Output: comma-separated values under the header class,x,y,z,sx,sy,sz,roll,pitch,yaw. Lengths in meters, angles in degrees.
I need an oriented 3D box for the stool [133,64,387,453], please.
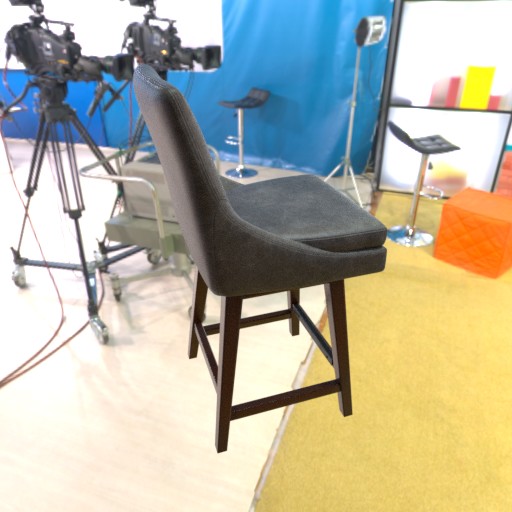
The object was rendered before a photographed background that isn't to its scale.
class,x,y,z,sx,sy,sz,roll,pitch,yaw
stool,0.000,0.000,1.332,0.587,1.046,0.492,-9,30,-16
